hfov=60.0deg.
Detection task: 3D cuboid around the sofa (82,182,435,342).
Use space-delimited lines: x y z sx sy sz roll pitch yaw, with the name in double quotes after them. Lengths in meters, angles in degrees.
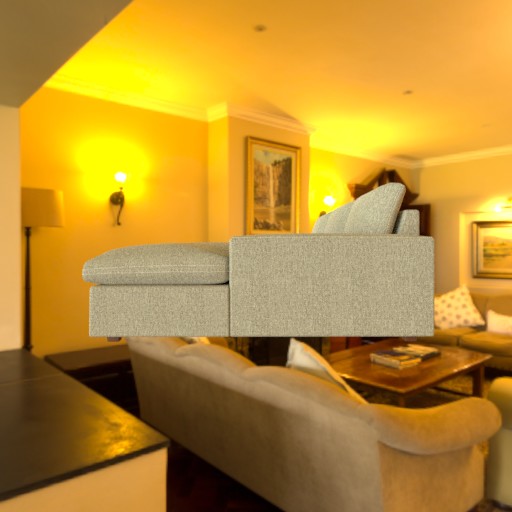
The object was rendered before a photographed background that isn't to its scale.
0.000 0.000 3.463 1.689 0.813 2.718 0 1 0 "sofa"
